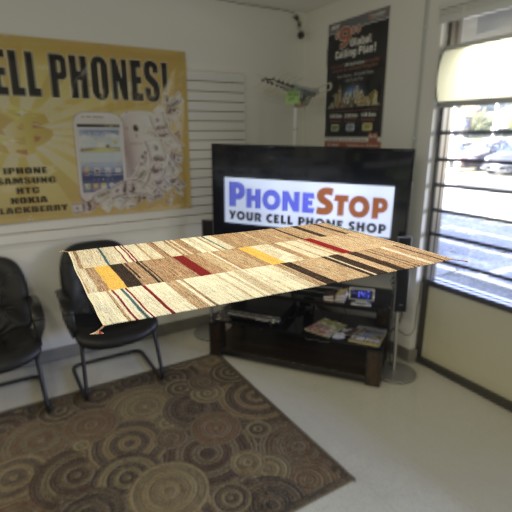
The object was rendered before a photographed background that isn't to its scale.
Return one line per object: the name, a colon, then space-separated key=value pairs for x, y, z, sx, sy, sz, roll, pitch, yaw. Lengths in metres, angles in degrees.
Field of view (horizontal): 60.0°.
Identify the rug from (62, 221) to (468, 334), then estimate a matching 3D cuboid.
rug: x=0.000 y=0.000 z=2.444 sx=1.918 sy=0.007 sz=1.268 roll=-8 pitch=17 yaw=-27
